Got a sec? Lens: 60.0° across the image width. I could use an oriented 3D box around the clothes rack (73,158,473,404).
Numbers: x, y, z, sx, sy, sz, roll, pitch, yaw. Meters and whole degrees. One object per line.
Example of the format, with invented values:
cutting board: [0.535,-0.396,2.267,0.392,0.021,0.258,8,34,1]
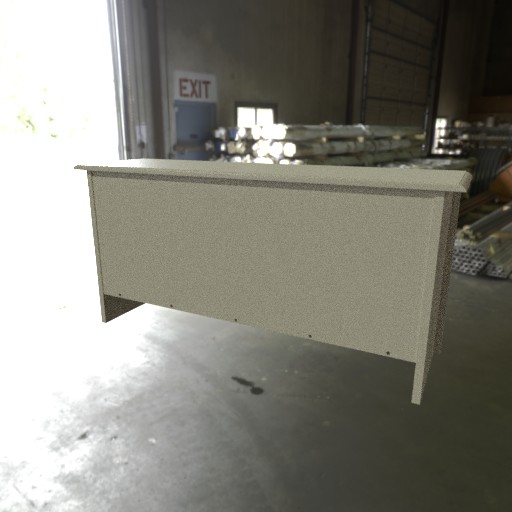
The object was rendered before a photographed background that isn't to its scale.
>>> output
clothes rack: [0.000,0.000,1.347,1.120,0.531,0.324,8,18,26]
